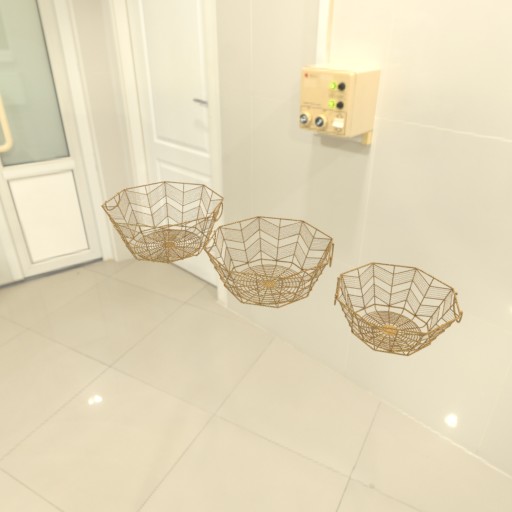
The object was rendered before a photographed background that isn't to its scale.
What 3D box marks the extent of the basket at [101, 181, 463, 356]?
[{"bbox_3d":[0.000,0.000,1.422,1.245,0.178,0.432,20,35,31],"label":"basket"}]
